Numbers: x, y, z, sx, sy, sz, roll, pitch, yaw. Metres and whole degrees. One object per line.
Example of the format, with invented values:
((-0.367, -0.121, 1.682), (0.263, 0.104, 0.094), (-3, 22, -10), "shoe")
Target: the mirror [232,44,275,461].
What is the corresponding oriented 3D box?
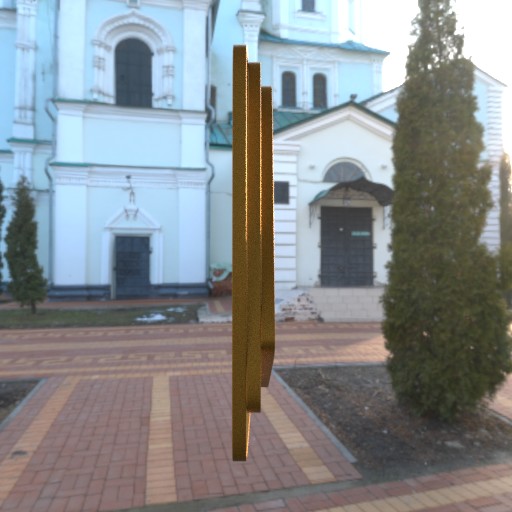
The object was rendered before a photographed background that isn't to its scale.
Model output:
((0.000, 0.000, 0.698), (0.045, 0.468, 0.470), (0, -2, 1), "mirror")
